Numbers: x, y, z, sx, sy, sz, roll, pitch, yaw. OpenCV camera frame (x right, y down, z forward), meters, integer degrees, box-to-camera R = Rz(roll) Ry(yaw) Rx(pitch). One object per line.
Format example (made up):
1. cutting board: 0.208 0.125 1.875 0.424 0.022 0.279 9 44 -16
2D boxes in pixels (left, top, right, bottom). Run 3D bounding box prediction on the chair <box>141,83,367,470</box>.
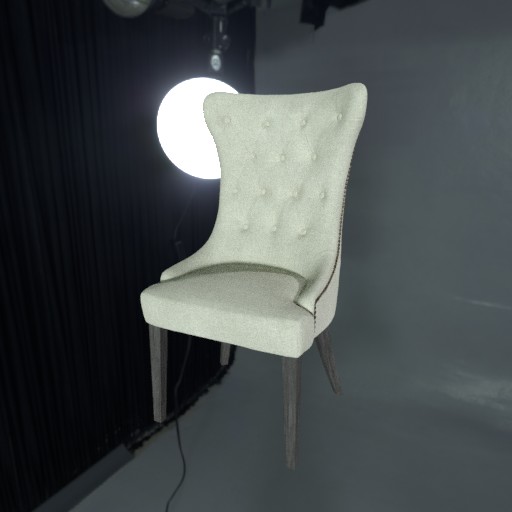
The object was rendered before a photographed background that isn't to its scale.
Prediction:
1. chair: 0.000 0.000 1.435 0.584 1.065 0.590 7 16 26
